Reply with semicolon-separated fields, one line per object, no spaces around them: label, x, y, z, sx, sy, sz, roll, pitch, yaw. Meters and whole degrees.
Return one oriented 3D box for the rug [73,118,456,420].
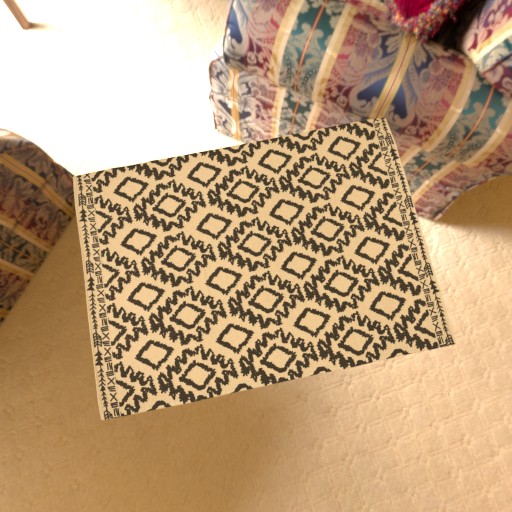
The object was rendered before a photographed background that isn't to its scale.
rug;0.000;0.000;4.353;3.369;0.036;2.444;-11;76;-3
